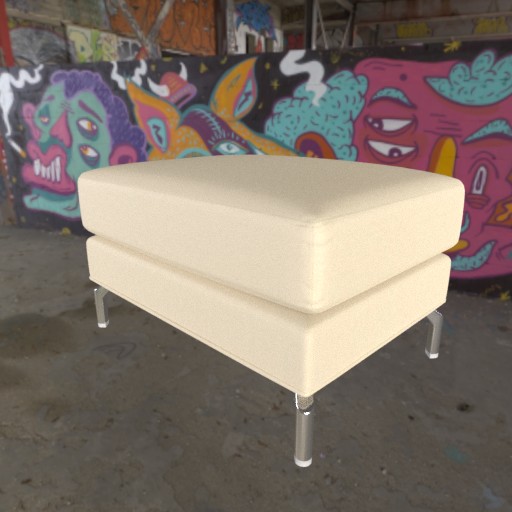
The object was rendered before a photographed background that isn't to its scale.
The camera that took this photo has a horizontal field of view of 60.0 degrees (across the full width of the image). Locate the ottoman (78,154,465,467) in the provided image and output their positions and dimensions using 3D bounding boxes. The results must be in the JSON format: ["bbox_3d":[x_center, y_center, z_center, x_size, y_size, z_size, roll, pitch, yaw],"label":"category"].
[{"bbox_3d":[0.000,0.000,1.177,0.835,0.497,0.581,17,25,42],"label":"ottoman"}]
